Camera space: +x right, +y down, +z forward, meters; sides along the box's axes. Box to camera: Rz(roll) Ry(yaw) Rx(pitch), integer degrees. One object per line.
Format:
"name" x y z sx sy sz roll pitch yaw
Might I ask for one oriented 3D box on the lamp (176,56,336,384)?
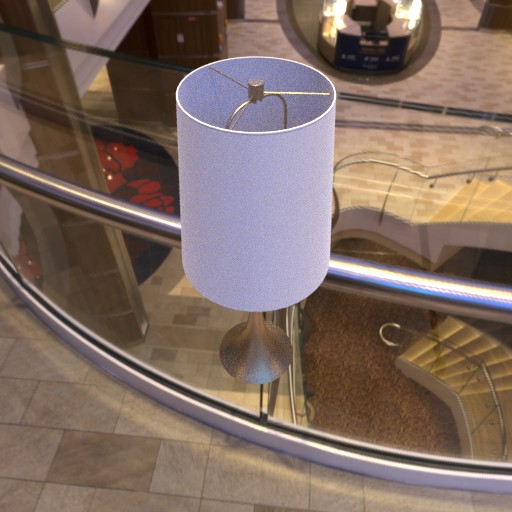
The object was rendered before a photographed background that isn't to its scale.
"lamp" 0.000 0.000 0.703 0.231 0.569 0.231 0 47 0
